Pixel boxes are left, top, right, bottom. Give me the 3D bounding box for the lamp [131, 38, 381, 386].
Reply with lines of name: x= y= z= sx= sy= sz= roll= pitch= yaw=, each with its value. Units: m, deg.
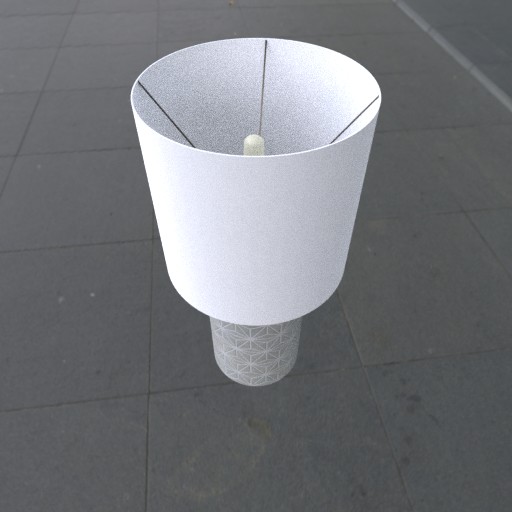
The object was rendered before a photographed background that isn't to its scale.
lamp: x=0.000 y=0.000 z=0.523 sx=0.206 sy=0.416 sz=0.206 roll=5 pitch=47 yaw=5
